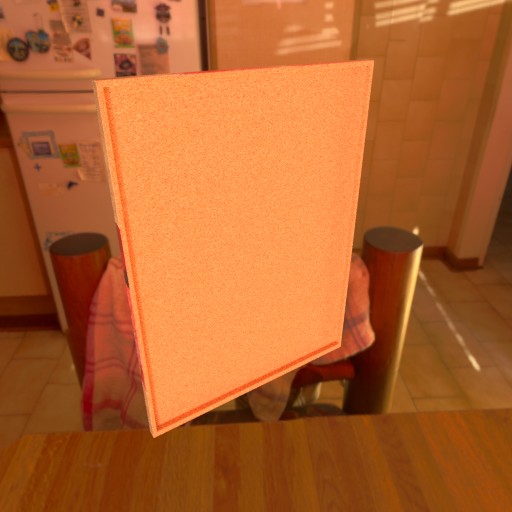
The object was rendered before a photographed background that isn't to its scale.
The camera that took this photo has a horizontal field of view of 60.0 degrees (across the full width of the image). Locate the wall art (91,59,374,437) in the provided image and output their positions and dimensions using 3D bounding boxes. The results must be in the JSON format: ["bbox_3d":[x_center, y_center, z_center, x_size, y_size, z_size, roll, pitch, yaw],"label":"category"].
[{"bbox_3d":[0.000,0.000,1.293,0.762,1.015,0.031,-18,33,-29],"label":"wall art"}]
